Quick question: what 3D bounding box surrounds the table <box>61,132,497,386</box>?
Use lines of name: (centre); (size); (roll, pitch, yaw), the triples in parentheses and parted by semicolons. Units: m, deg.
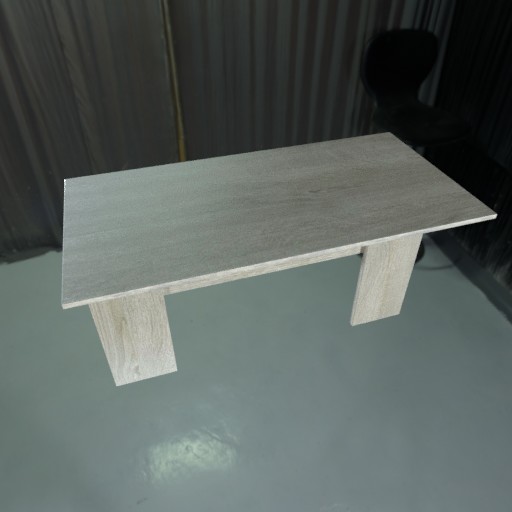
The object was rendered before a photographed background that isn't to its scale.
table: (0.000, 0.000, 1.397); (1.000, 0.570, 0.711); (-12, 41, -14)
